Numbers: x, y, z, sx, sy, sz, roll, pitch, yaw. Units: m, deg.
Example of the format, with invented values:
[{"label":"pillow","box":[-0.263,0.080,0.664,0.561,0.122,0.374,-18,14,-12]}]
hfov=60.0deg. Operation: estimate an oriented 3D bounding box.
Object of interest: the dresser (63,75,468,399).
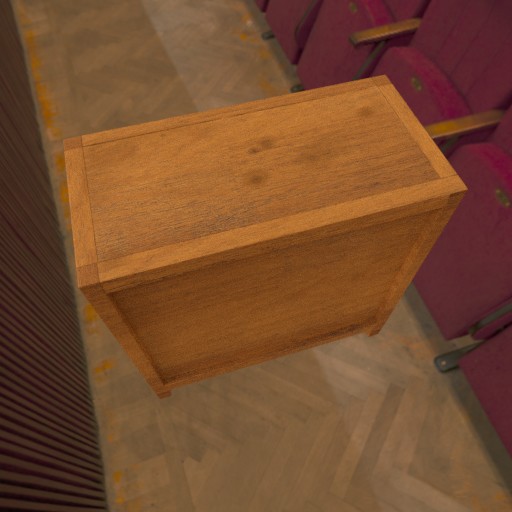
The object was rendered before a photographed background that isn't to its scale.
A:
[{"label":"dresser","box":[0.000,0.000,1.314,0.804,0.804,0.427,-14,59,-9]}]
